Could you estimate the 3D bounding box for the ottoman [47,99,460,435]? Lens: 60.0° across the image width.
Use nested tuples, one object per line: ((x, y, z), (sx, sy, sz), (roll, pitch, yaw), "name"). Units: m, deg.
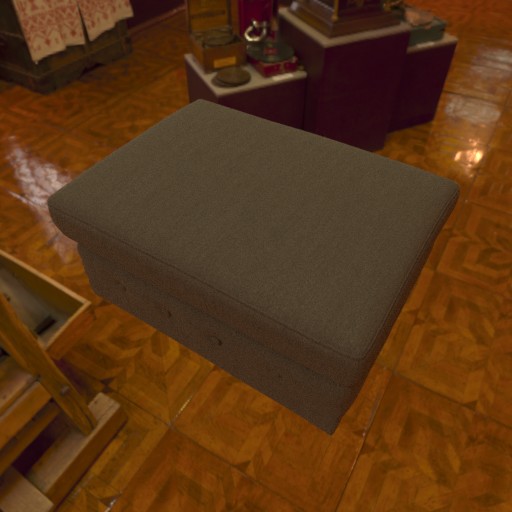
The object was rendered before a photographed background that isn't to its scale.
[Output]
((0.000, 0.000, 1.139), (0.771, 0.500, 0.569), (25, 51, 22), "ottoman")
